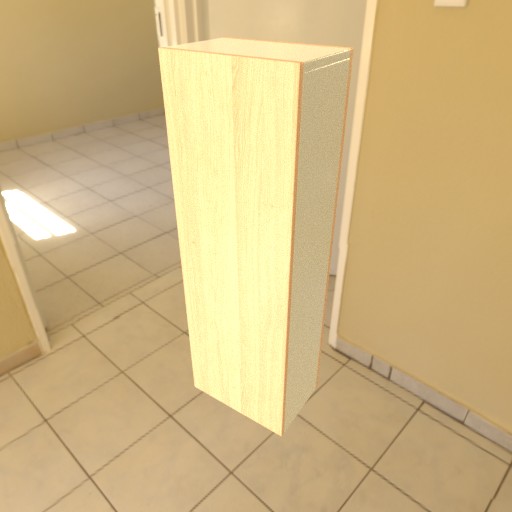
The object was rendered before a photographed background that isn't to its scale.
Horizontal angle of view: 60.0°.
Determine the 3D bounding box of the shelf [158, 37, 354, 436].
[{"bbox_3d":[0.000,0.000,1.028,0.290,0.882,0.197,20,37,28],"label":"shelf"}]
